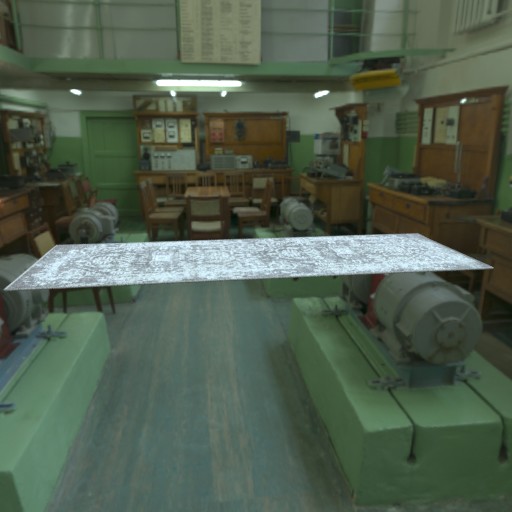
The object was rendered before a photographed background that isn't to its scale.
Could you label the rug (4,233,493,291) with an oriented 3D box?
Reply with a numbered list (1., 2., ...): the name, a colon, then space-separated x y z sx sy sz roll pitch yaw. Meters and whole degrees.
1. rug: 0.000 0.000 2.587 2.452 0.017 0.855 -2 16 -8
